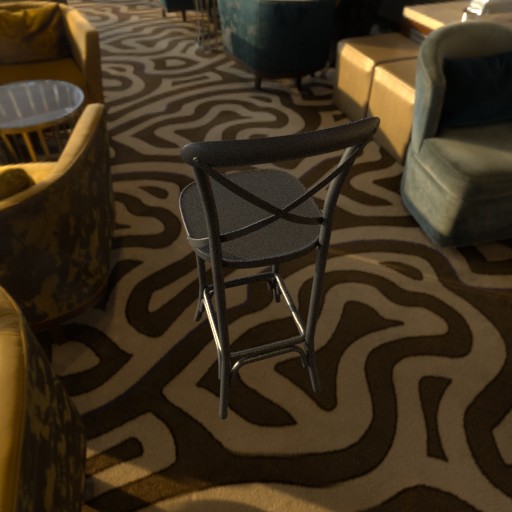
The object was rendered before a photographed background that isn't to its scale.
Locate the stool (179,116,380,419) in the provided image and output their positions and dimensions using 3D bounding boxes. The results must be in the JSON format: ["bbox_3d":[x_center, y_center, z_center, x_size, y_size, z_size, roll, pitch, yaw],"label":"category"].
[{"bbox_3d":[0.000,0.000,1.481,0.457,1.168,0.584,-12,44,-12],"label":"stool"}]
